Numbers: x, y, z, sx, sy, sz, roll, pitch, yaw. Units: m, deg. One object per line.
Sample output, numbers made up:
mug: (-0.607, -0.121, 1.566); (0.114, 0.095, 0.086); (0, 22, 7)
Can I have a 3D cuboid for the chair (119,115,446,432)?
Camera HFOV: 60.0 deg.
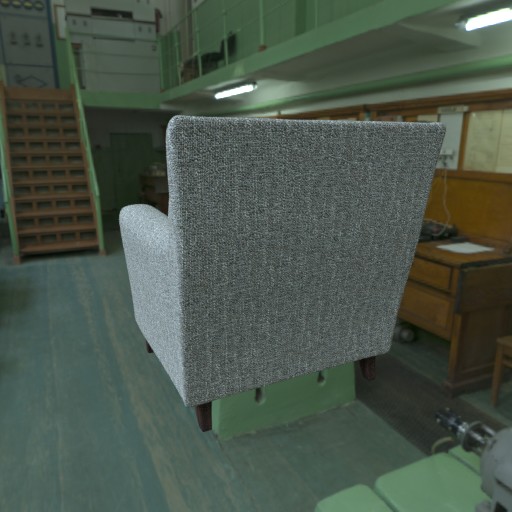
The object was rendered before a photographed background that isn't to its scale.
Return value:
chair: (0.000, 0.000, 1.632); (0.864, 0.928, 0.873); (-7, 16, -26)
